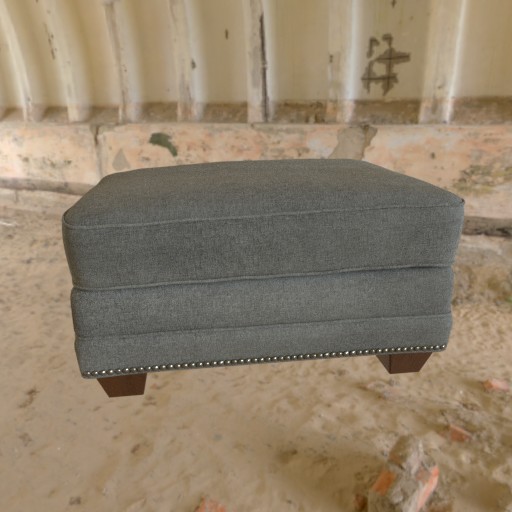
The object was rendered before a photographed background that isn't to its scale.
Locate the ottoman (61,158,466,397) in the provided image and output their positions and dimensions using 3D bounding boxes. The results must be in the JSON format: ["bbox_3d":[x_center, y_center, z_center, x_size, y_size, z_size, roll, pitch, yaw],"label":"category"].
[{"bbox_3d":[0.000,0.000,1.130,0.813,0.457,0.561,-3,18,-8],"label":"ottoman"}]
